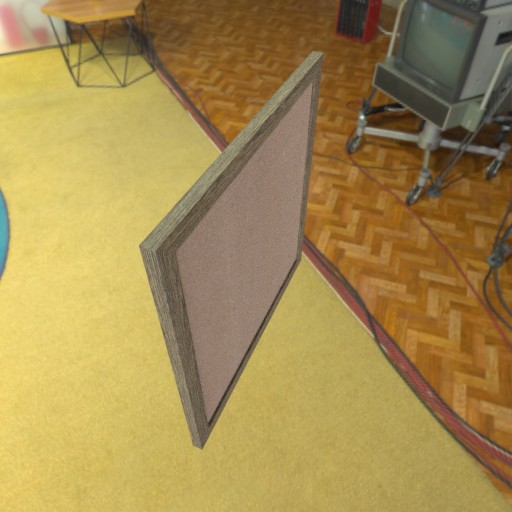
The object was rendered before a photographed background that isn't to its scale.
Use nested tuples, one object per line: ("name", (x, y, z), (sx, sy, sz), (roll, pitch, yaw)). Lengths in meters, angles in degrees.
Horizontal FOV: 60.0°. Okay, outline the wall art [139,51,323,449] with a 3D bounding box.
("wall art", (0.000, 0.000, 0.768), (0.019, 0.508, 0.508), (18, 49, 16))
